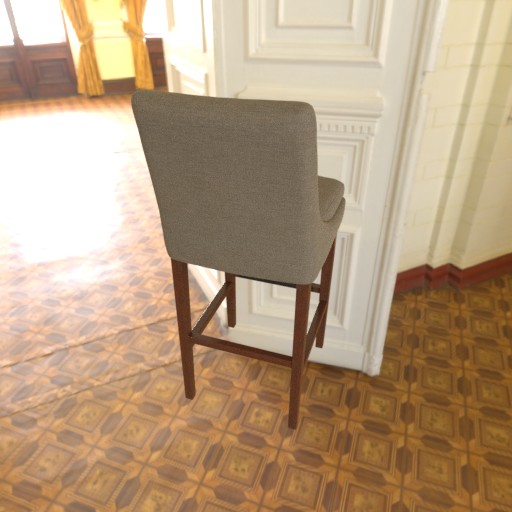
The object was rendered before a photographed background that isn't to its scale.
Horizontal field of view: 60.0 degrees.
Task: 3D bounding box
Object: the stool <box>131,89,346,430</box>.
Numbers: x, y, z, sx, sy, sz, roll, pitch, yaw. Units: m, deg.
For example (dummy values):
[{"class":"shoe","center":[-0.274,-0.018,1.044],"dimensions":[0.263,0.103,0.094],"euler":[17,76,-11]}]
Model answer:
[{"class":"stool","center":[0.000,0.000,1.412],"dimensions":[0.470,1.078,0.577],"euler":[10,33,16]}]
